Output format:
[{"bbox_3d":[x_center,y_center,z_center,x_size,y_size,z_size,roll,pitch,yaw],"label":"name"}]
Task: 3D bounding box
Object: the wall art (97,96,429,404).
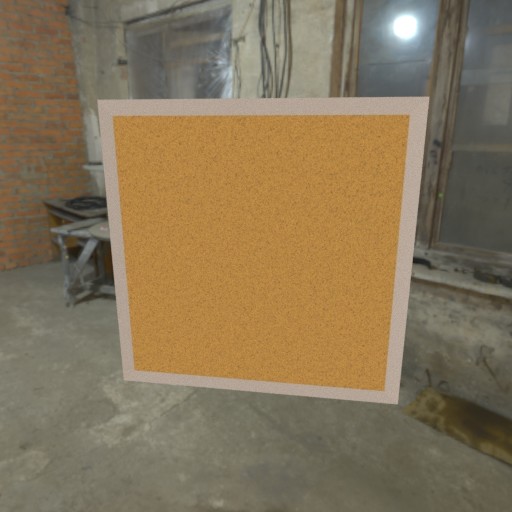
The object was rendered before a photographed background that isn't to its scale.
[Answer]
[{"bbox_3d":[0.000,0.000,1.930,1.289,1.291,0.098,2,16,8],"label":"wall art"}]
